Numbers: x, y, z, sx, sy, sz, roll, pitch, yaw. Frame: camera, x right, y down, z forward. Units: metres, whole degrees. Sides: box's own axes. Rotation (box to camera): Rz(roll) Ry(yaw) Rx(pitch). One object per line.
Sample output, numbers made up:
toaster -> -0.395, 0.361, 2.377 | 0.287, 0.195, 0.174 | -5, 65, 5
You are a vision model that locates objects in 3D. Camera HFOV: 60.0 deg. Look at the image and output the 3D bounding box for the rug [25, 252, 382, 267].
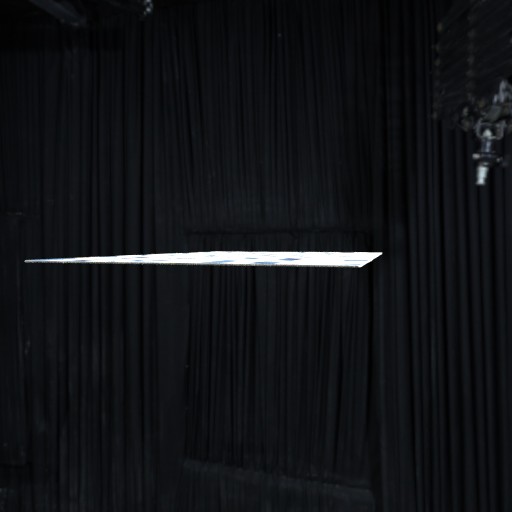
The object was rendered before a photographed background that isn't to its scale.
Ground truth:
rug -> 0.000, 0.000, 2.292 | 1.202, 0.006, 1.813 | 1, 2, 18
